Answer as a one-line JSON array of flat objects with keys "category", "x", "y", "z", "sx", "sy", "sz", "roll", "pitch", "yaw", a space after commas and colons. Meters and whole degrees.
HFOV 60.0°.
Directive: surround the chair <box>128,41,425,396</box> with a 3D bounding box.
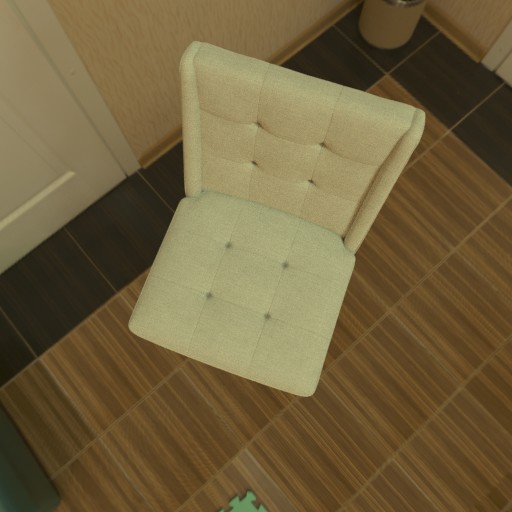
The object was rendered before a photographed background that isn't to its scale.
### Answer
[{"category": "chair", "x": 0.000, "y": 0.000, "z": 1.305, "sx": 0.569, "sy": 0.853, "sz": 0.676, "roll": 19, "pitch": 77, "yaw": 5}]
